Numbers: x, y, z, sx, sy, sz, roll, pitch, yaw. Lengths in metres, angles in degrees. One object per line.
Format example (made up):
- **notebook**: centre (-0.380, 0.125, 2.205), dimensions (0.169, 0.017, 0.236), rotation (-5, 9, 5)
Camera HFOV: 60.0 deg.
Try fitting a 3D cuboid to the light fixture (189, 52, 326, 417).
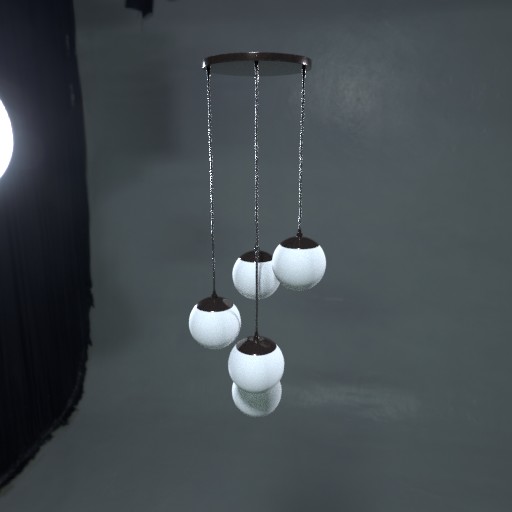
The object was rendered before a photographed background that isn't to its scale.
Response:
- **light fixture**: centre (0.000, 0.000, 1.565), dimensions (0.489, 1.271, 0.484), rotation (3, 15, 10)
